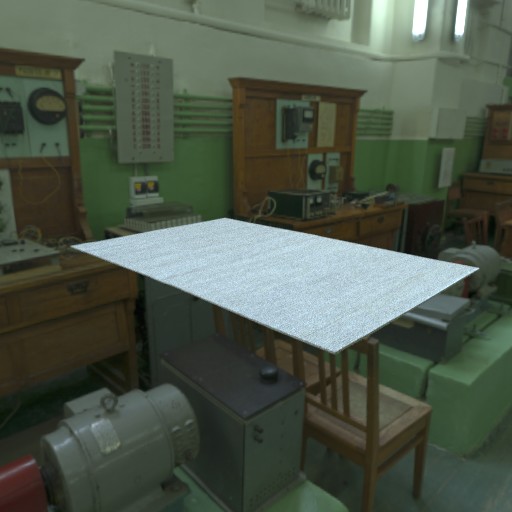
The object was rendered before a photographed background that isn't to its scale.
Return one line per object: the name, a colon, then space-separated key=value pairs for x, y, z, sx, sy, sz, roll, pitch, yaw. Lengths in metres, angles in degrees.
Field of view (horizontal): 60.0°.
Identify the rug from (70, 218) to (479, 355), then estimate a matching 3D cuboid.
rug: x=0.000 y=0.000 z=2.307 sx=1.820 sy=0.022 sz=1.179 roll=15 pitch=21 yaw=43
